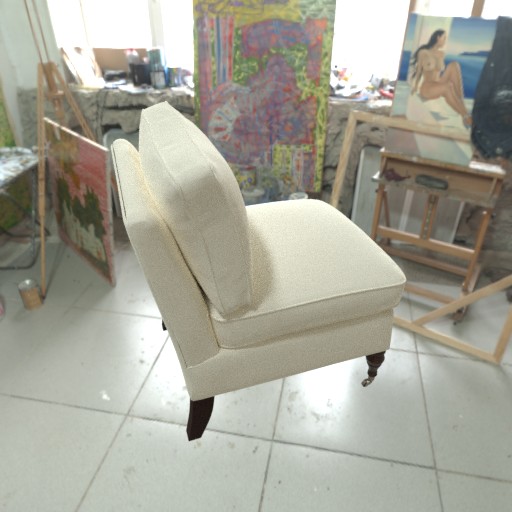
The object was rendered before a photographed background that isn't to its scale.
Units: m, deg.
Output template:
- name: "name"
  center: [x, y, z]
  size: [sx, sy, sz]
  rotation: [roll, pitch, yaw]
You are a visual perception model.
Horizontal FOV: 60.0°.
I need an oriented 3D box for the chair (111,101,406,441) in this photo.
- name: "chair"
  center: [0.000, 0.000, 1.449]
  size: [0.781, 0.887, 0.630]
  rotation: [-10, 34, -15]
